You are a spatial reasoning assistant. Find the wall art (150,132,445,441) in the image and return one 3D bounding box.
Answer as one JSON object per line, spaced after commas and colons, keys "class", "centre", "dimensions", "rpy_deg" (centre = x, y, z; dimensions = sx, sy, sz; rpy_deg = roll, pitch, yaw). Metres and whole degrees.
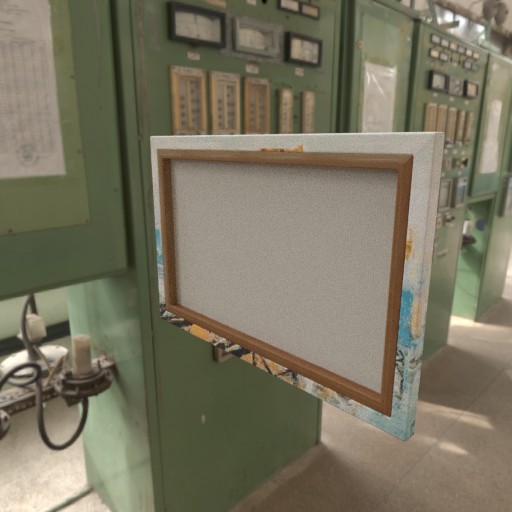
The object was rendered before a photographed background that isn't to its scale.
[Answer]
{"class": "wall art", "centre": [0.000, 0.000, 1.155], "dimensions": [0.038, 0.609, 0.913], "rpy_deg": [-14, 20, -42]}
